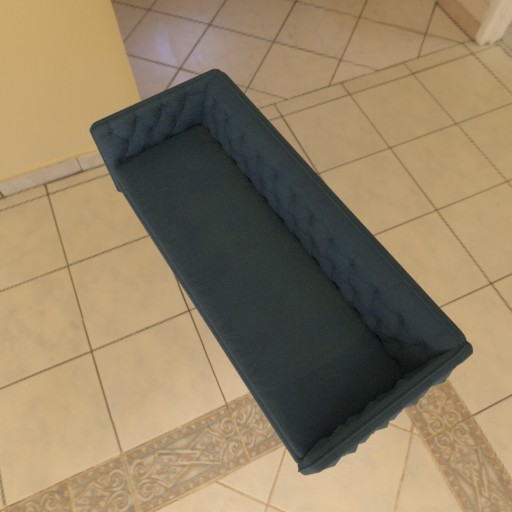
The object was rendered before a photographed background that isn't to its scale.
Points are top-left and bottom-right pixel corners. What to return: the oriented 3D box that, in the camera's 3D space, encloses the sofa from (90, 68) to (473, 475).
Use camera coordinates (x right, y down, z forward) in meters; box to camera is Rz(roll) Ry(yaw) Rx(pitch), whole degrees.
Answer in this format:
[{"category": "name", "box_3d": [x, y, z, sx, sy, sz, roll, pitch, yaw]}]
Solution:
[{"category": "sofa", "box_3d": [0.000, 0.000, 2.560, 0.895, 0.771, 2.209, -31, 67, -15]}]
